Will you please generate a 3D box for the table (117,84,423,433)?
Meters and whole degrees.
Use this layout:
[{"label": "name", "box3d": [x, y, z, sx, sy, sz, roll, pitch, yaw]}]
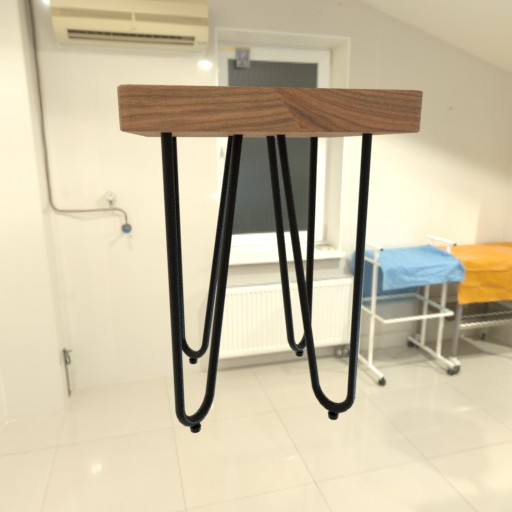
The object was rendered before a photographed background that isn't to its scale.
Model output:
[{"label": "table", "box3d": [0.000, 0.000, 0.973, 0.480, 0.641, 0.479, -2, 14, -8]}]
